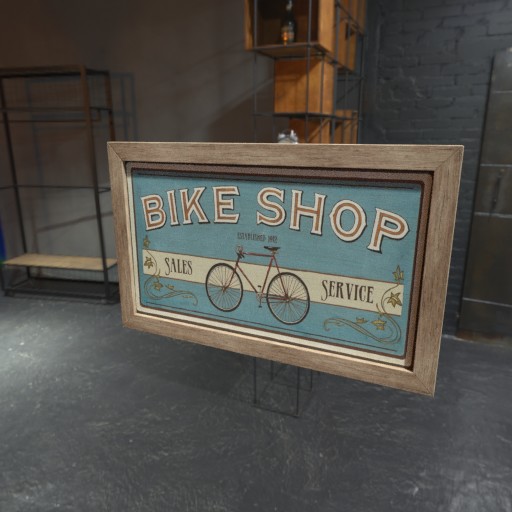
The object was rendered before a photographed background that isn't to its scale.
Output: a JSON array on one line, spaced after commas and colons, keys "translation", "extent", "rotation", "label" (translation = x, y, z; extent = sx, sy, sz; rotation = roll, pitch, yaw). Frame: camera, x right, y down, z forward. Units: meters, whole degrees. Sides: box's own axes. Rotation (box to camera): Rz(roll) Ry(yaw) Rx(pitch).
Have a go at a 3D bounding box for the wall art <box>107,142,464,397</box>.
[{"translation": [0.000, 0.000, 0.976], "extent": [0.780, 0.480, 0.021], "rotation": [7, 17, 24], "label": "wall art"}]
